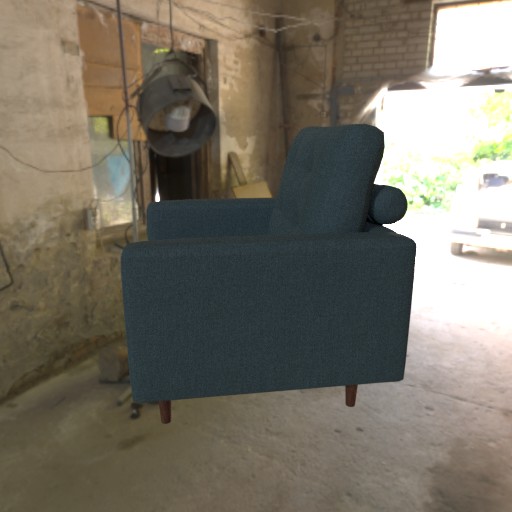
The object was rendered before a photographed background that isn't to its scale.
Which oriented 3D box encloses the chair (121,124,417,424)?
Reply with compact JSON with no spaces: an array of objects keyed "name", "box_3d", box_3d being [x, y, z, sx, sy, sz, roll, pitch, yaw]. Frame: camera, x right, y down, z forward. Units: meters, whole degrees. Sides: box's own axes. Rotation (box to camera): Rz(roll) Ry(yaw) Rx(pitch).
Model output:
[{"name":"chair","box_3d":[0.000,0.000,1.555,0.843,0.880,0.821,-2,16,-8]}]
